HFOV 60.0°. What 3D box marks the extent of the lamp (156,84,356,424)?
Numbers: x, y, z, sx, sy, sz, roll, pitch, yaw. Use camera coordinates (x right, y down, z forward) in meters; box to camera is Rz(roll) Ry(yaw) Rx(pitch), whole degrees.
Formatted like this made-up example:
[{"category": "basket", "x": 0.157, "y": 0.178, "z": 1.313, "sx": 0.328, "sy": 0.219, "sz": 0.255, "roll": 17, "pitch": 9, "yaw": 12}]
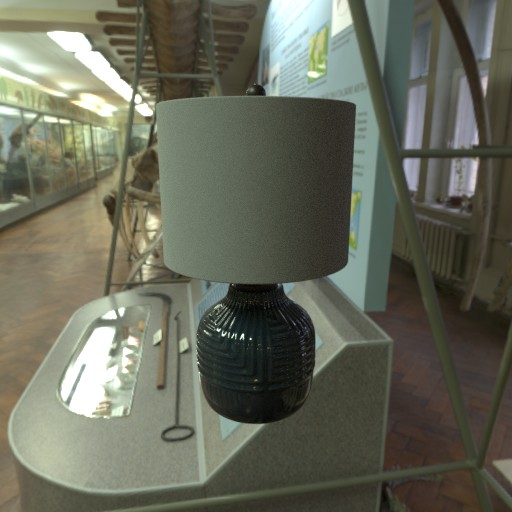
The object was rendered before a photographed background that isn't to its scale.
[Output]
[{"category": "lamp", "x": 0.000, "y": 0.000, "z": 0.778, "sx": 0.318, "sy": 0.567, "sz": 0.318, "roll": 0, "pitch": 14, "yaw": 0}]
